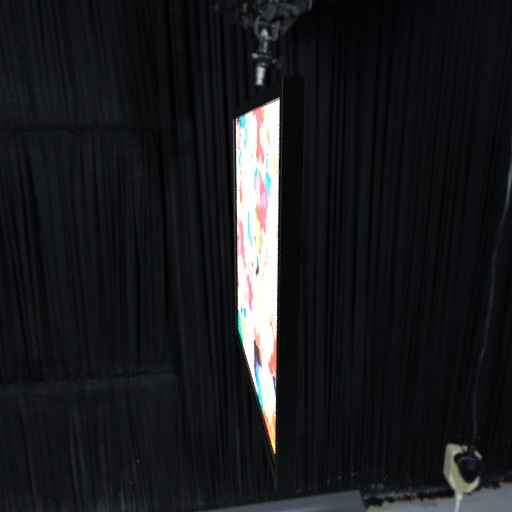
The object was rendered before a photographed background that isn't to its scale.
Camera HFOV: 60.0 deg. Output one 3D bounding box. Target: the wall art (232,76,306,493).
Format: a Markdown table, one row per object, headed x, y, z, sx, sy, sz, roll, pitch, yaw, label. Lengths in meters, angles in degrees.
| x | y | z | sx | sy | sz | roll | pitch | yaw | label |
| --- | --- | --- | --- | --- | --- | --- | --- | --- | --- |
| 0.000 | 0.000 | 1.130 | 0.036 | 0.755 | 0.756 | -2 | 14 | -9 | wall art |
